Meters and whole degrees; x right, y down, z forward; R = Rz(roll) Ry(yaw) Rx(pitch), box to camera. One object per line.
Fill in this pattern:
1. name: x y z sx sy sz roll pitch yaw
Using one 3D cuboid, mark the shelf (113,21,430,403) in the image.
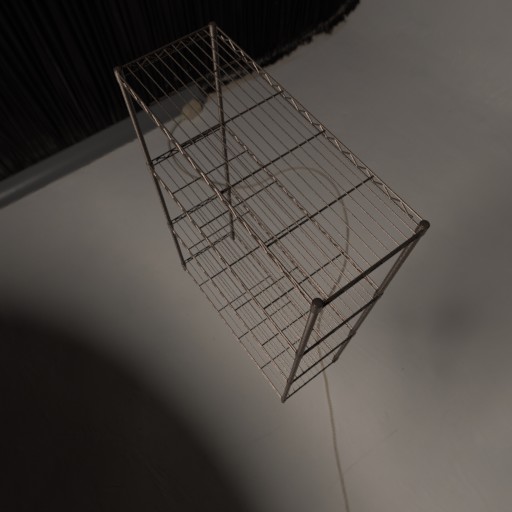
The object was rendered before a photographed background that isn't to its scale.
1. shelf: 0.000 0.000 1.757 0.352 1.361 0.907 -34 68 -15
